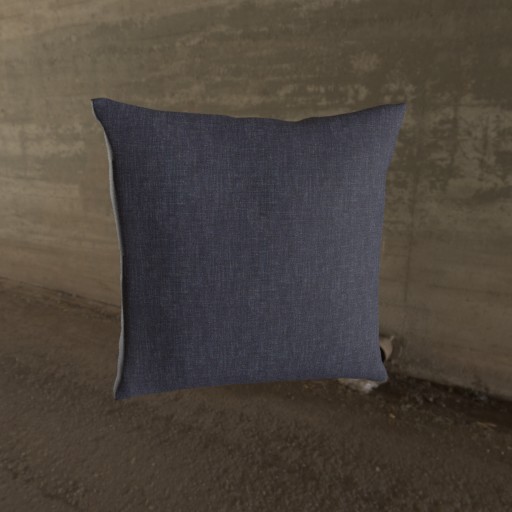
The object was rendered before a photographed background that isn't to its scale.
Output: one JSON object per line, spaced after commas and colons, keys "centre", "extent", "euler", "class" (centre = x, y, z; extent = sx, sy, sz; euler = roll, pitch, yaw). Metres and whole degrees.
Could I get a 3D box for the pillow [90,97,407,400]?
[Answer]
{"centre": [0.000, 0.000, 0.764], "extent": [0.510, 0.510, 0.145], "euler": [-2, 14, -8], "class": "pillow"}
